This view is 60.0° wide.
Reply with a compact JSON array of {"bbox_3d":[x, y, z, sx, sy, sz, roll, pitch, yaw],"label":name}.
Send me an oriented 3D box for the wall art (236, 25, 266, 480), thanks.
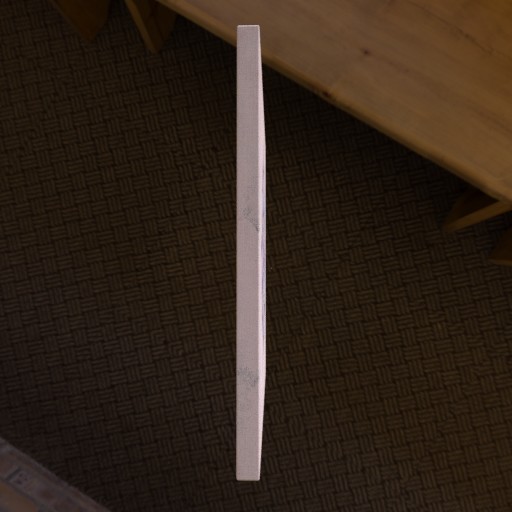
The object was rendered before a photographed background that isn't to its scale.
[{"bbox_3d":[0.000,0.000,1.121,0.038,0.762,0.762,0,88,2],"label":"wall art"}]
